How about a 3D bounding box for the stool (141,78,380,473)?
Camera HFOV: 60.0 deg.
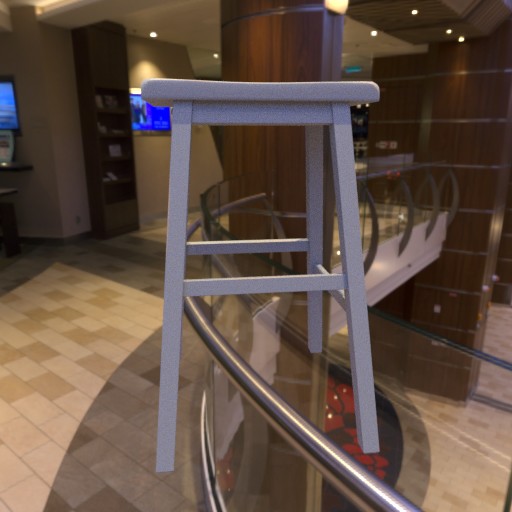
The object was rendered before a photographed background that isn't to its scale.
[{"bbox_3d":[0.000,0.000,1.025,0.457,0.737,0.476,-2,16,-7],"label":"stool"}]
